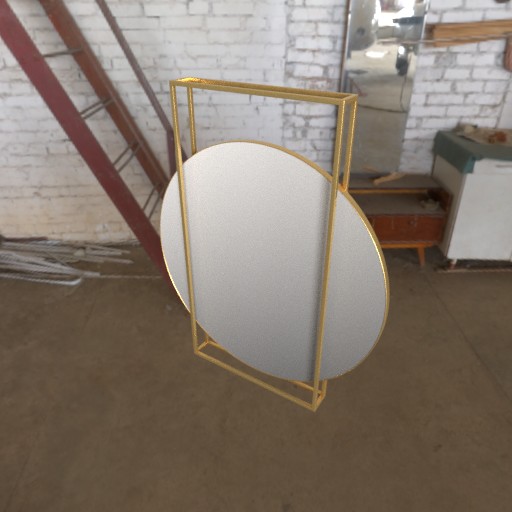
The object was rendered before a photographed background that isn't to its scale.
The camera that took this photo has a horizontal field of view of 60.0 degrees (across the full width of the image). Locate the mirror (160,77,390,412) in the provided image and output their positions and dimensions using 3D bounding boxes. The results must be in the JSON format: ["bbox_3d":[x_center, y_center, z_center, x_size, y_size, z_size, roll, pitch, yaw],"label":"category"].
[{"bbox_3d":[0.000,0.000,0.836,0.508,0.603,0.051,18,34,28],"label":"mirror"}]
